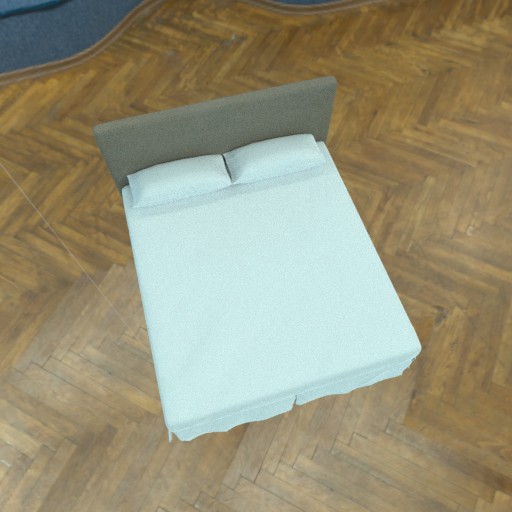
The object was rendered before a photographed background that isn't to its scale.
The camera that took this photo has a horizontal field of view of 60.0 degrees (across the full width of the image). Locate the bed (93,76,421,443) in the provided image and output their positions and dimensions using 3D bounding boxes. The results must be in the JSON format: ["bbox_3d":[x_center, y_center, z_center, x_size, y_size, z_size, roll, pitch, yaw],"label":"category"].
[{"bbox_3d":[0.000,0.000,3.660,2.119,1.317,2.341,-15,63,-8],"label":"bed"}]
